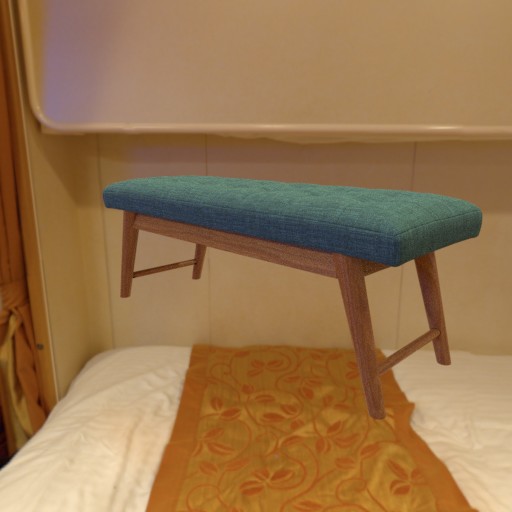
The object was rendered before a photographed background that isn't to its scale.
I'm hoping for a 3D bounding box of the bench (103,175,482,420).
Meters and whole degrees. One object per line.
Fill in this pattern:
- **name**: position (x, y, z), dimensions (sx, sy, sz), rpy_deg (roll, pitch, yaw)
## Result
- **bench**: position (0.000, 0.000, 1.327), dimensions (0.406, 0.432, 1.118), rpy_deg (-13, 19, -43)
